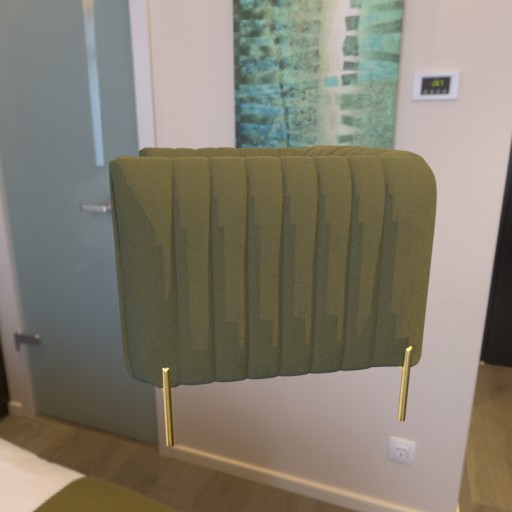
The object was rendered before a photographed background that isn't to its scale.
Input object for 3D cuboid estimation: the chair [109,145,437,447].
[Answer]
[{"bbox_3d":[0.000,0.000,1.648,0.877,0.794,1.032,-3,15,-9],"label":"chair"}]
